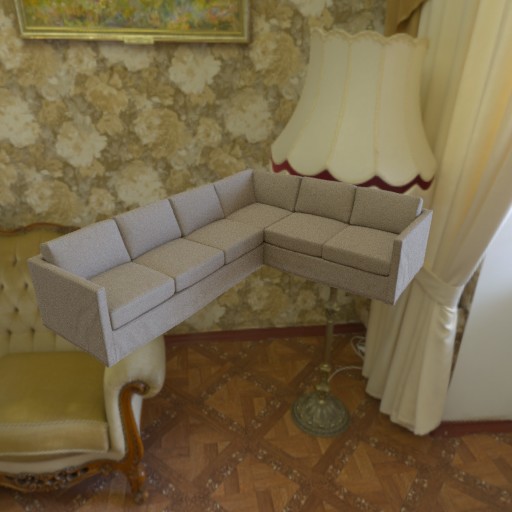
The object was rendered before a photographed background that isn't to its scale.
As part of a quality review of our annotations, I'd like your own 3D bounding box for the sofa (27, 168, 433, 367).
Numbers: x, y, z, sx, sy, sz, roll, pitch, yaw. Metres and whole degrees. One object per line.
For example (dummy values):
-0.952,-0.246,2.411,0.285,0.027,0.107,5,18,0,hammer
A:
0.000,0.000,4.302,2.432,0.871,3.182,17,30,31,sofa
